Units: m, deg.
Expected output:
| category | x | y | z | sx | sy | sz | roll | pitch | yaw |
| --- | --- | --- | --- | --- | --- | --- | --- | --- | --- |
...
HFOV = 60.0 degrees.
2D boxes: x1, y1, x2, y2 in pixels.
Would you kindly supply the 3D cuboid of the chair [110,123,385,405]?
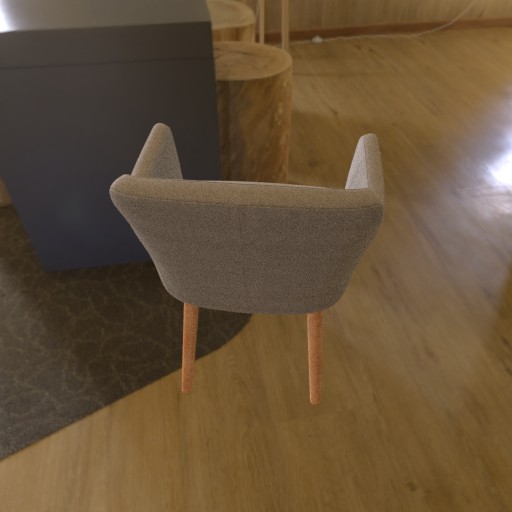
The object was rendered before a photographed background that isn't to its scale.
| category | x | y | z | sx | sy | sz | roll | pitch | yaw |
| --- | --- | --- | --- | --- | --- | --- | --- | --- | --- |
| chair | 0.000 | 0.000 | 1.144 | 0.570 | 0.780 | 0.540 | 4 | 45 | 4 |
